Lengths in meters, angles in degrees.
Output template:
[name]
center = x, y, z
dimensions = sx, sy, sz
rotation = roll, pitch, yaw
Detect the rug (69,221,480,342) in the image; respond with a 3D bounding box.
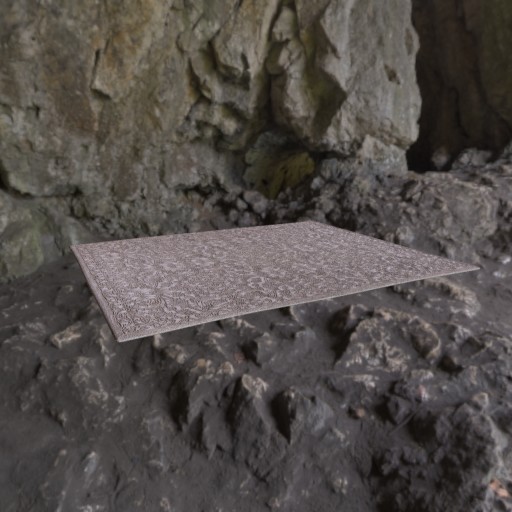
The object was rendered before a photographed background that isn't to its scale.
[rug]
center = 0.000, 0.000, 4.133
dimensions = 3.017, 0.035, 2.472
rotation = -8, 17, -27
